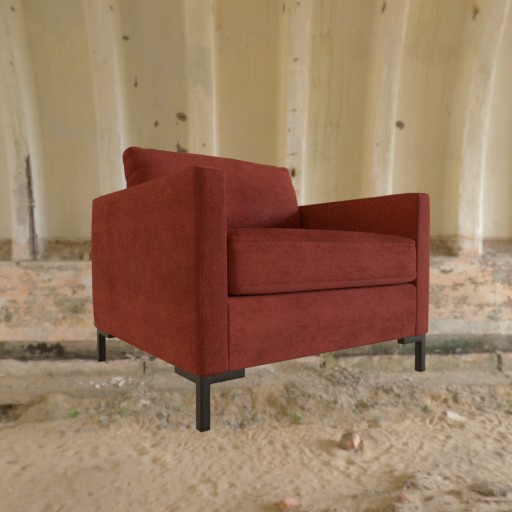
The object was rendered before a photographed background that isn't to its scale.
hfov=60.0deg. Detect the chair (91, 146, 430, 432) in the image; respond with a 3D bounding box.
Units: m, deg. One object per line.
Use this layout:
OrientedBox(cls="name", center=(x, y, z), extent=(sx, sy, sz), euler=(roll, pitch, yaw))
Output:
OrientedBox(cls="chair", center=(0.000, 0.000, 1.623), extent=(0.964, 0.812, 0.875), euler=(-1, 1, -36))
